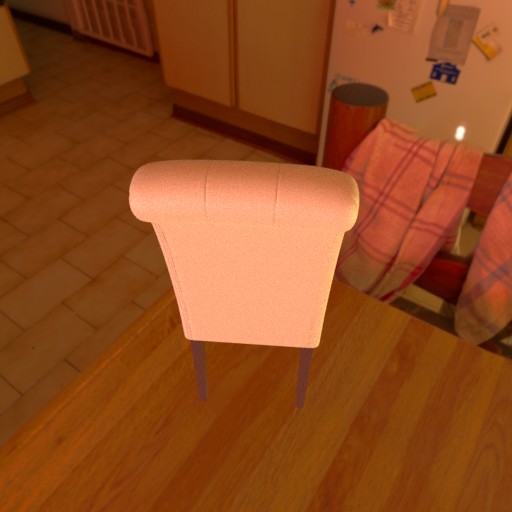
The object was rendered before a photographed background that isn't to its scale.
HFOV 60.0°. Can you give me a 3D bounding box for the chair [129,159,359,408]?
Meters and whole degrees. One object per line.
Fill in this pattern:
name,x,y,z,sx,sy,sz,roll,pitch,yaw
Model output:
chair,0.000,0.000,1.324,0.456,1.006,0.671,3,46,3
